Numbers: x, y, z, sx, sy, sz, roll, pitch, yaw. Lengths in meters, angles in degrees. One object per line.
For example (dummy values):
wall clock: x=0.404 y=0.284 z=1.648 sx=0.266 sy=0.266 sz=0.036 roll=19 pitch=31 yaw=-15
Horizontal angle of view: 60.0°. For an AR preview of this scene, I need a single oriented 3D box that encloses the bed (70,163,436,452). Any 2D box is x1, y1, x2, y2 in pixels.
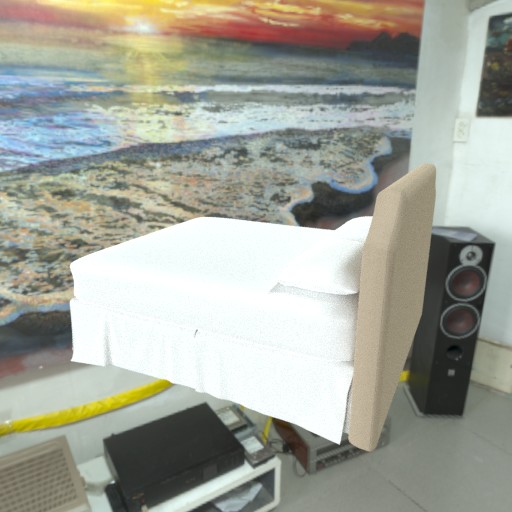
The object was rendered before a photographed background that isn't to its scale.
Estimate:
bed: x=0.000 y=0.000 z=3.231 sx=2.204 sy=1.301 sz=1.828 roll=8 pitch=19 yaw=25
